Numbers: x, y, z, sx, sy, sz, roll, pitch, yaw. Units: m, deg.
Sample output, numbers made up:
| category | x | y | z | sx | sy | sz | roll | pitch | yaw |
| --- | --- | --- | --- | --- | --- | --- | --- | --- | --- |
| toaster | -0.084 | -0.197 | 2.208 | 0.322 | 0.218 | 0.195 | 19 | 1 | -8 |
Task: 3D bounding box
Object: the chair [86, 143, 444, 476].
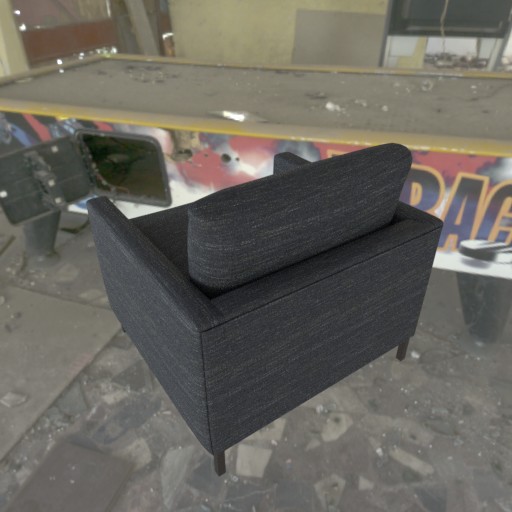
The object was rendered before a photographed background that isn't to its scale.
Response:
| category | x | y | z | sx | sy | sz | roll | pitch | yaw |
| --- | --- | --- | --- | --- | --- | --- | --- | --- | --- |
| chair | 0.000 | 0.000 | 1.636 | 0.963 | 0.861 | 0.866 | -20 | 38 | -29 |
